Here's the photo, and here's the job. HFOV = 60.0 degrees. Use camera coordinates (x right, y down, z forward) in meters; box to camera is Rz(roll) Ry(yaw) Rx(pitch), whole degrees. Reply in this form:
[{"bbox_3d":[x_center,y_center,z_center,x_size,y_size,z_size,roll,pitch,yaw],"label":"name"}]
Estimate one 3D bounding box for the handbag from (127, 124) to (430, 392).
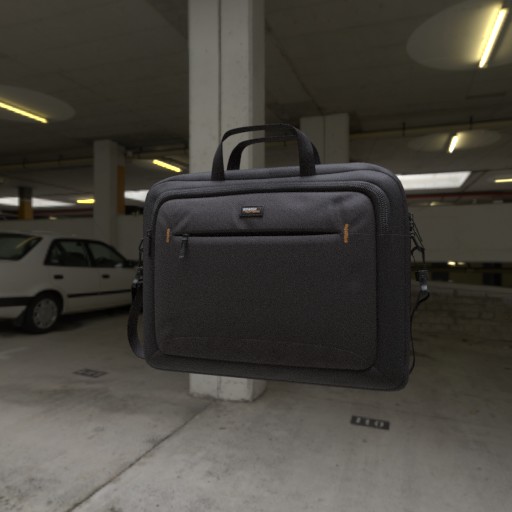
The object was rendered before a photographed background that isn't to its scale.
[{"bbox_3d":[0.000,0.000,0.436,0.320,0.244,0.089,0,0,19],"label":"handbag"}]
